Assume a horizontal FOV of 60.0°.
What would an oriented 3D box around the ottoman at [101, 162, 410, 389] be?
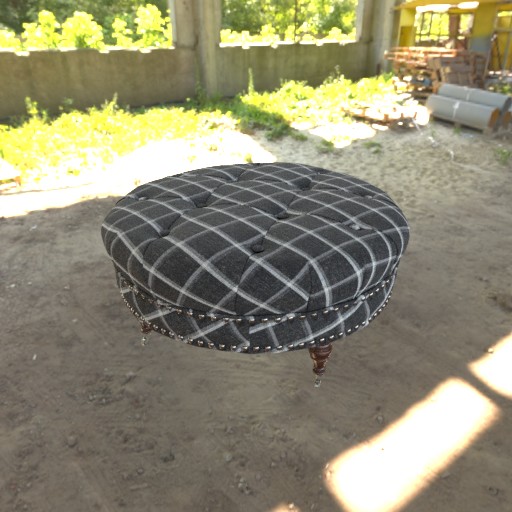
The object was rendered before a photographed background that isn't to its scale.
[{"bbox_3d":[0.000,0.000,1.404,0.901,0.439,0.901,0,26,0],"label":"ottoman"}]
